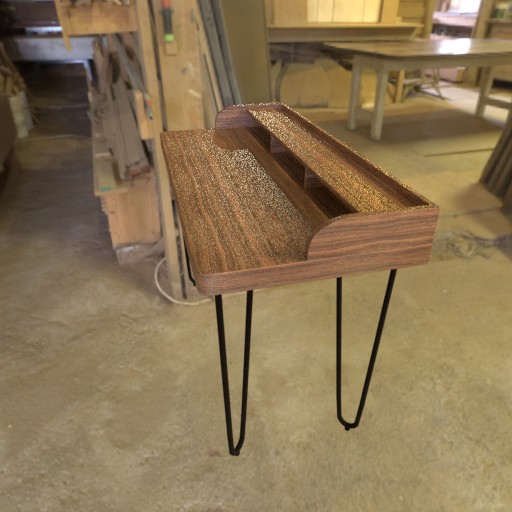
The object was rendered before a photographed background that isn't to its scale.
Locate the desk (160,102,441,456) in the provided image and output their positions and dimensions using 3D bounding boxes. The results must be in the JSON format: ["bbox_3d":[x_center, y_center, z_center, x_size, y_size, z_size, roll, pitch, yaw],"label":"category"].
[{"bbox_3d":[0.000,0.000,1.667,0.565,0.854,1.200,-7,31,-12],"label":"desk"}]
